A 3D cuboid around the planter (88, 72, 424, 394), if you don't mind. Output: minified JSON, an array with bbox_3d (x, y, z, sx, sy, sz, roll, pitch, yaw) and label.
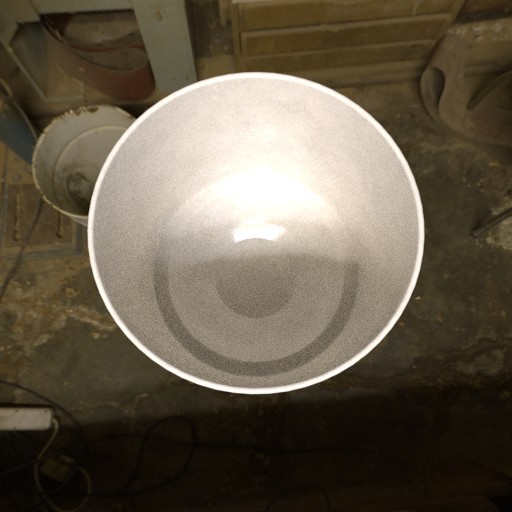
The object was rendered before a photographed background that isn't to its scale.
[{"bbox_3d":[0.000,0.000,0.338,0.190,0.181,0.190,0,76,0],"label":"planter"}]
